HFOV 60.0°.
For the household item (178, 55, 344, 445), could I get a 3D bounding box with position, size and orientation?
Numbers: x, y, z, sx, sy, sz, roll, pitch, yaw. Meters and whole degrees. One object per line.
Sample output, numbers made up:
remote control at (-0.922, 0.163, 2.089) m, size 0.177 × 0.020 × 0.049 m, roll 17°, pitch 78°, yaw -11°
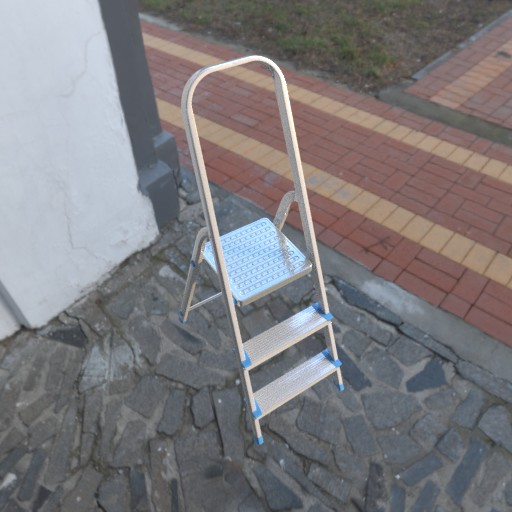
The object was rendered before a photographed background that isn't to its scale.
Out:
household item at (0.000, 0.000, 1.485) m, size 0.420 × 1.215 × 0.687 m, roll -25°, pitch 52°, yaw -22°
